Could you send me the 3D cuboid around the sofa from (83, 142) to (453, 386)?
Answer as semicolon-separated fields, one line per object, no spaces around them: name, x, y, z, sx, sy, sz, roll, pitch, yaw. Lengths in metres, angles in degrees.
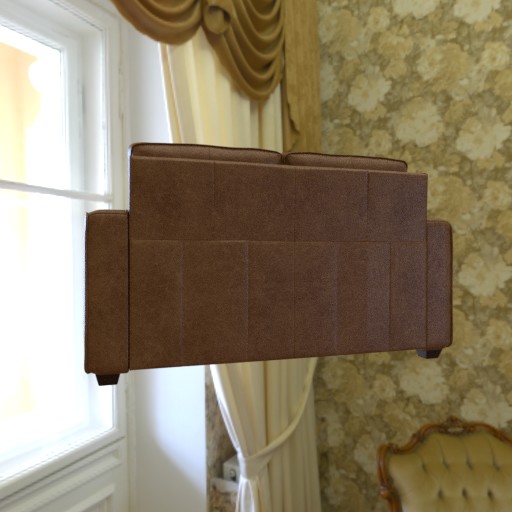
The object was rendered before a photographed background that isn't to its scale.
sofa;0.000;0.000;2.161;1.532;0.896;1.020;0;1;-17
